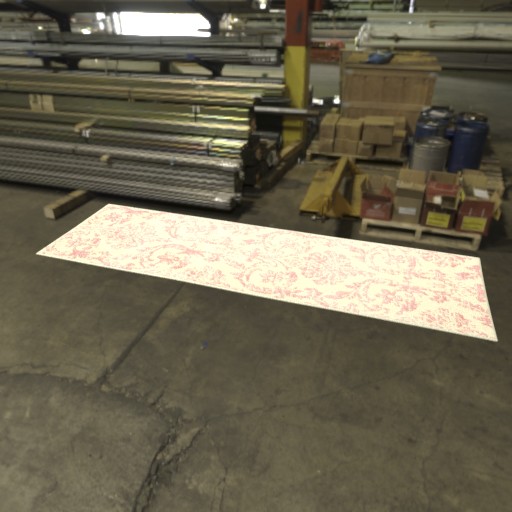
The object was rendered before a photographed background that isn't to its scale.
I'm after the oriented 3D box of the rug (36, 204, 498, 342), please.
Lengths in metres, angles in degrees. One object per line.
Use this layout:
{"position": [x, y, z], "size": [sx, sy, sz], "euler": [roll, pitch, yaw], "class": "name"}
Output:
{"position": [0.000, 0.000, 2.287], "size": [2.196, 0.011, 0.662], "euler": [9, 32, 15], "class": "rug"}
